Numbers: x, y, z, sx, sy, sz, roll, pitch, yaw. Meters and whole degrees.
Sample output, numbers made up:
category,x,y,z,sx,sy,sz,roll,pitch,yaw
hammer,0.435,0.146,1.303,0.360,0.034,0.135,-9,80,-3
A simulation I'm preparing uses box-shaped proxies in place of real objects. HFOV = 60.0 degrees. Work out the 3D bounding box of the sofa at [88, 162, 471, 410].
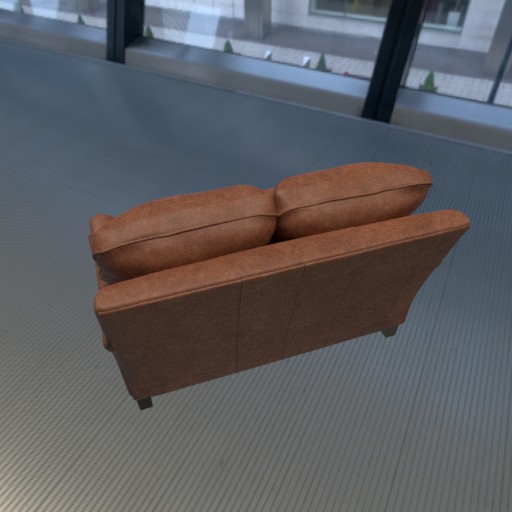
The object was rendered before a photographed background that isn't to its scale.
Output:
category,x,y,z,sx,sy,sz,roll,pitch,yaw
sofa,0.000,0.000,2.188,1.527,1.004,1.077,-13,44,-14
